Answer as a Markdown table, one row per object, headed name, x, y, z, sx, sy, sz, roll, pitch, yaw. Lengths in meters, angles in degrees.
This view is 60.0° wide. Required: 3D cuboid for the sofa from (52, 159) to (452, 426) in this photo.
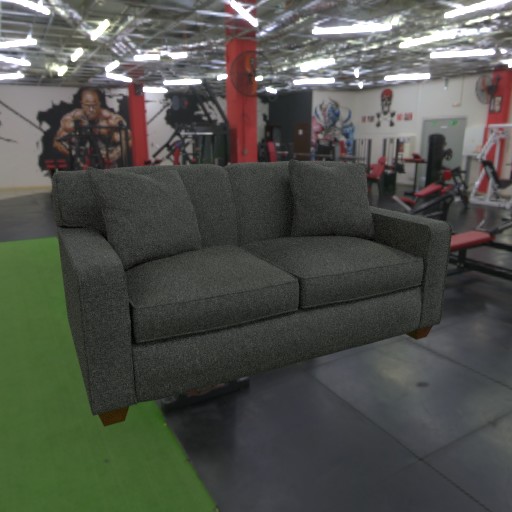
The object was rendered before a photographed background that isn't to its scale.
| name | x | y | z | sx | sy | sz | roll | pitch | yaw |
| --- | --- | --- | --- | --- | --- | --- | --- | --- | --- |
| sofa | 0.000 | 0.000 | 2.332 | 1.846 | 0.958 | 0.998 | -8 | 17 | -26 |
